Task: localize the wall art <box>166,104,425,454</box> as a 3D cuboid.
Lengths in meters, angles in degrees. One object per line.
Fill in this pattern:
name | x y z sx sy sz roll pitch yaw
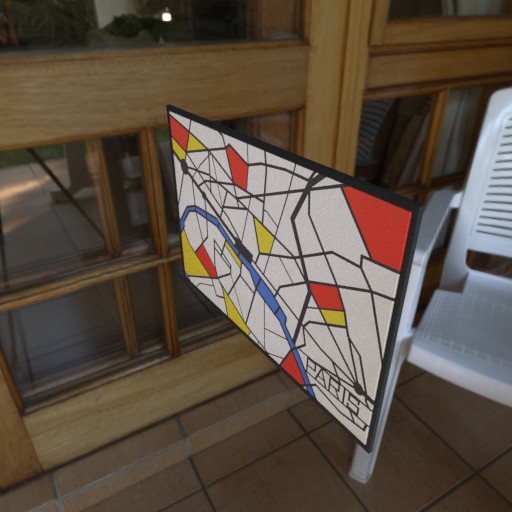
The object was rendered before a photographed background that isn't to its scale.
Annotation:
wall art | 0.000 0.000 1.257 0.013 0.665 0.963 -20 36 -30
